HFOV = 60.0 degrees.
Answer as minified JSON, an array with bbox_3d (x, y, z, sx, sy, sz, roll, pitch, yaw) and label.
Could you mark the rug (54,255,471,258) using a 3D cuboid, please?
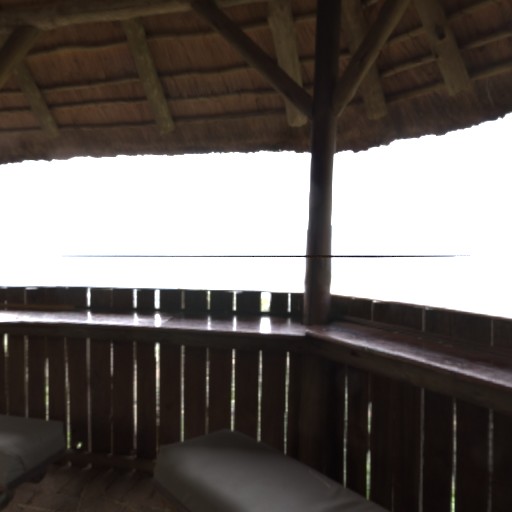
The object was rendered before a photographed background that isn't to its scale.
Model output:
[{"bbox_3d":[0.000,0.000,3.034,2.434,0.010,1.516,0,0,35],"label":"rug"}]
